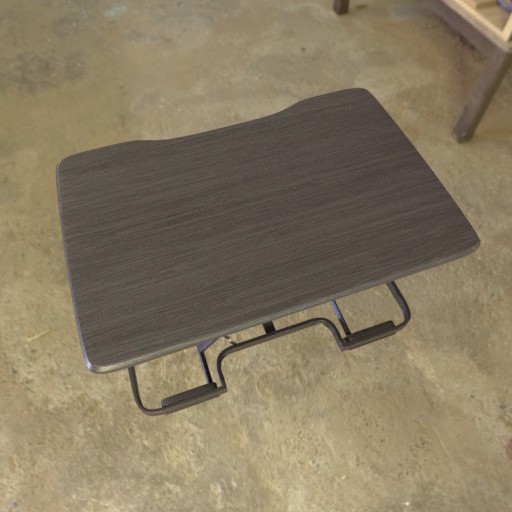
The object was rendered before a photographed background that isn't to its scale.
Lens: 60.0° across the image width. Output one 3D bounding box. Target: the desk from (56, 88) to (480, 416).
[{"bbox_3d":[0.000,0.000,1.159,0.820,0.470,0.546,-17,59,-10],"label":"desk"}]
